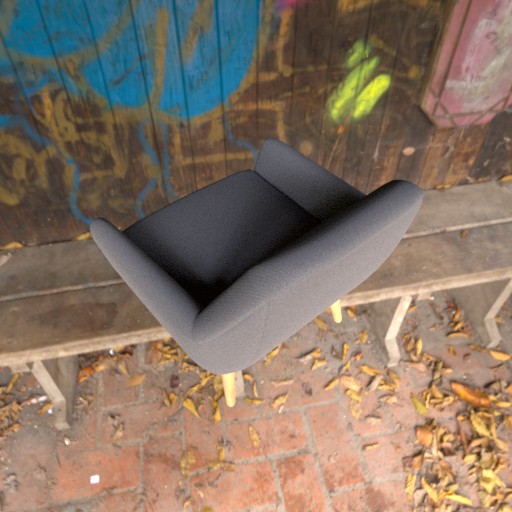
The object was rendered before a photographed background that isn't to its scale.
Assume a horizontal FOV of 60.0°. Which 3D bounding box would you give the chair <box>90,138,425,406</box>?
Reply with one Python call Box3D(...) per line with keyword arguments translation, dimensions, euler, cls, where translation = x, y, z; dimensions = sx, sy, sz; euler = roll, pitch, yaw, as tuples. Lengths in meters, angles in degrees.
Box3D(translation=(0.000, 0.000, 1.424), dimensions=(0.770, 0.800, 0.779), euler=(-32, 54, -26), cls="chair")
